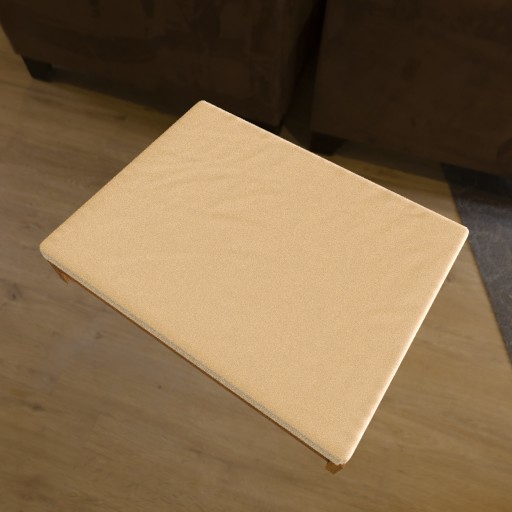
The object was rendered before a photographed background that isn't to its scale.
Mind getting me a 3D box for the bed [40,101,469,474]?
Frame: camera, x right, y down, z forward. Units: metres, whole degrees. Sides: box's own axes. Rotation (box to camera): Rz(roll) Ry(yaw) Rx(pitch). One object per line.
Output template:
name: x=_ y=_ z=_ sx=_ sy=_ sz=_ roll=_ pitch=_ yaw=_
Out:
bed: x=0.000 y=0.000 z=2.734 sx=2.016 sy=0.431 sz=1.536 roll=30 pitch=63 yaw=17
